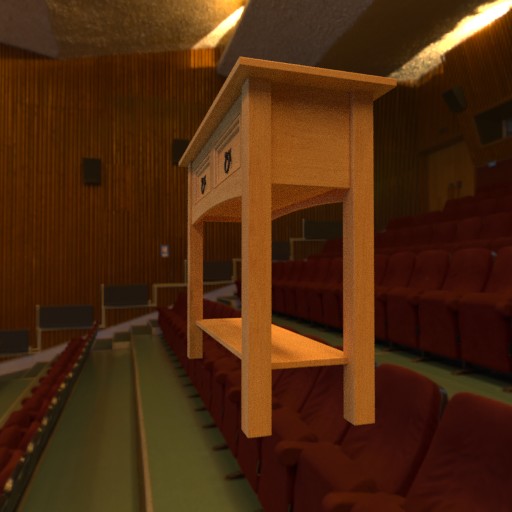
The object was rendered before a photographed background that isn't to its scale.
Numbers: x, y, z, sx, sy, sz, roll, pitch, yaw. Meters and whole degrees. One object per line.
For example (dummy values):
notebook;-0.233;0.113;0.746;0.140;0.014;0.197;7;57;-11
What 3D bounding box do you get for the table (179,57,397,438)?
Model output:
table;0.000;0.000;1.299;0.340;0.728;0.900;0;-1;-17
